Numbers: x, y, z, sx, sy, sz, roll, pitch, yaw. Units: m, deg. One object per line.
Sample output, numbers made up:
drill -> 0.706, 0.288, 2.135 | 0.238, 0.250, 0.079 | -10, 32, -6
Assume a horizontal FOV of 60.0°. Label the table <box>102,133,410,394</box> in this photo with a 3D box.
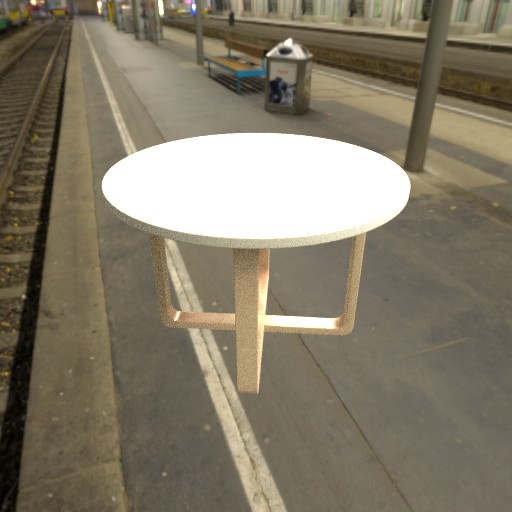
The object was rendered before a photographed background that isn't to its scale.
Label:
table -> 0.000, 0.000, 0.999 | 0.600, 0.400, 0.600 | 0, 30, 0
